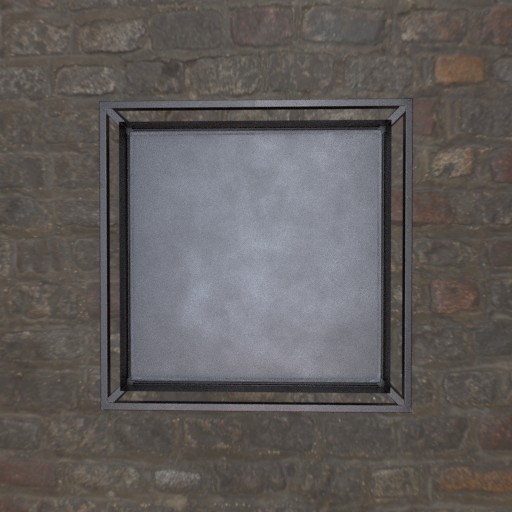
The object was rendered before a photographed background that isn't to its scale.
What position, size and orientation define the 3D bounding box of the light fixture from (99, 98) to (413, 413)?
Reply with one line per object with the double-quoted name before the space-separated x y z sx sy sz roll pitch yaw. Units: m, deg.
"light fixture" 0.000 0.000 0.691 0.441 0.191 0.441 0 91 1
